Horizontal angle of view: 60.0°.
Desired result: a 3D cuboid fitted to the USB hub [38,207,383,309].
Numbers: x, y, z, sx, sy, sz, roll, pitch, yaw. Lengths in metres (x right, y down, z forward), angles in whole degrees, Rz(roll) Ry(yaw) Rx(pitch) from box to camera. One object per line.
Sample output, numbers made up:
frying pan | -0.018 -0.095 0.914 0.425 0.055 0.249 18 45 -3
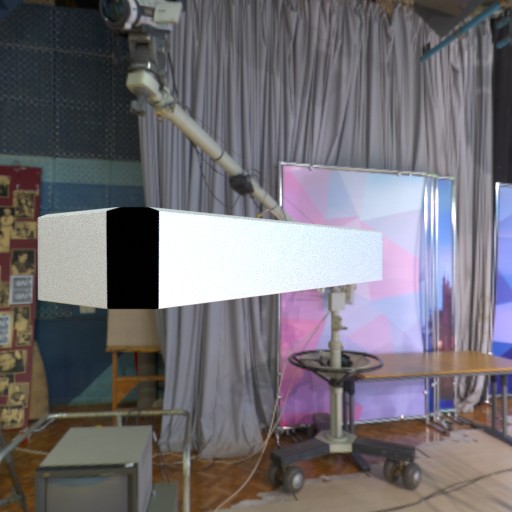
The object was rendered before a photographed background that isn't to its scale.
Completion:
USB hub | 0.000 0.000 0.165 0.044 0.023 0.145 0 1 37
